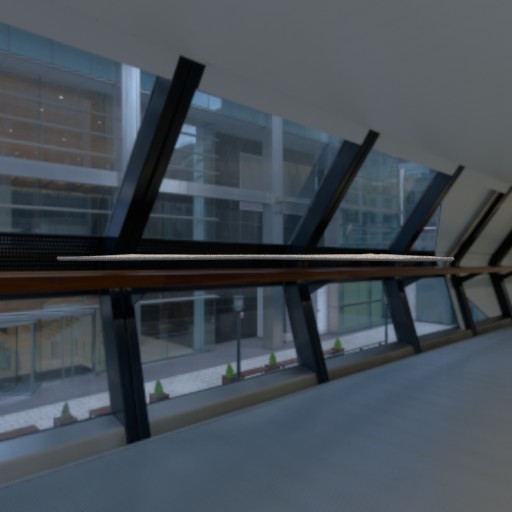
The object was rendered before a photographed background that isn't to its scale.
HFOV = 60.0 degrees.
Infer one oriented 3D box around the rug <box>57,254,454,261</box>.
[{"bbox_3d":[0.000,0.000,2.929,1.604,0.030,2.307,0,0,0],"label":"rug"}]
